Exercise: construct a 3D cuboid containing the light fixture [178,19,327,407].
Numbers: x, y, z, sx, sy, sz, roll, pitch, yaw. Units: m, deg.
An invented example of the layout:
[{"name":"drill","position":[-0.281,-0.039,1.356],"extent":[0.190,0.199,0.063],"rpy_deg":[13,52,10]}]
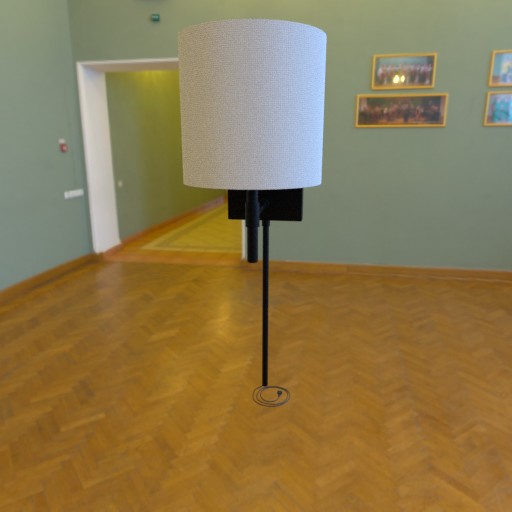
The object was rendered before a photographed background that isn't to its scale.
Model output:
[{"name":"light fixture","position":[0.000,0.000,0.669],"extent":[0.188,0.589,0.248],"rpy_deg":[2,15,9]}]
